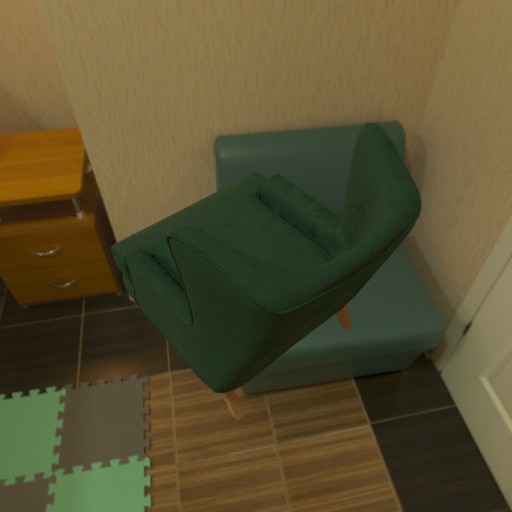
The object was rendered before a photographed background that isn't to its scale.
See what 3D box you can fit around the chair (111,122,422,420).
[{"bbox_3d":[0.000,0.000,1.667,0.793,0.952,0.910,-32,55,-26],"label":"chair"}]
